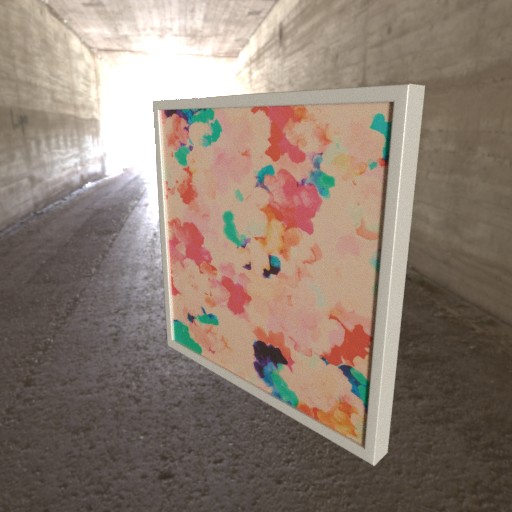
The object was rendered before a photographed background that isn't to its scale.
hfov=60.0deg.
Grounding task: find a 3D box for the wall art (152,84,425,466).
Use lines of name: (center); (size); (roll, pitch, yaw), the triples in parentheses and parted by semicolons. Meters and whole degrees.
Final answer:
wall art: (0.000, 0.000, 0.737); (0.506, 0.505, 0.038); (16, 23, 42)
